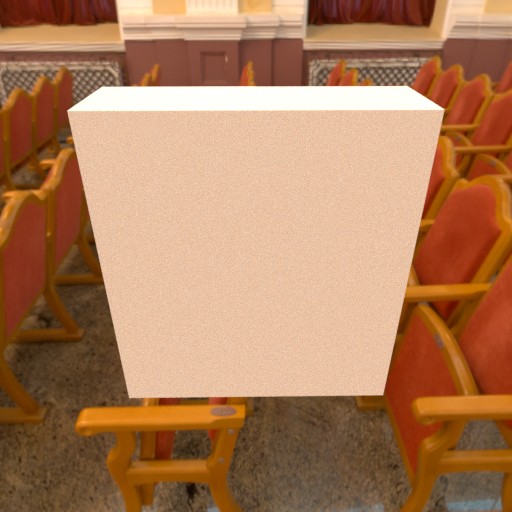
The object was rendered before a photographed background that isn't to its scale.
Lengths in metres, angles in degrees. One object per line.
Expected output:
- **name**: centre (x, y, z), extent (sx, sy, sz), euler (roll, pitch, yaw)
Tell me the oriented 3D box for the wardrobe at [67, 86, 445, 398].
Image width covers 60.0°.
- **wardrobe**: centre (0.000, 0.000, 2.931), extent (1.830, 2.020, 0.600), euler (0, 31, -1)
